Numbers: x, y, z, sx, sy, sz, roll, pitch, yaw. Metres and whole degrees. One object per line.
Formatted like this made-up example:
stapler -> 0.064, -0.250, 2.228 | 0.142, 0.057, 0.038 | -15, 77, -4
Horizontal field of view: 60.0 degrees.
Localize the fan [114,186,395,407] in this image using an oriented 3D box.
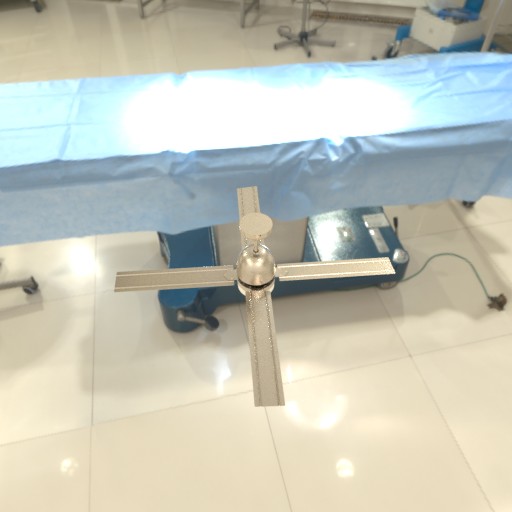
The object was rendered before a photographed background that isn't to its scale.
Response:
fan -> 0.000, 0.000, 2.058 | 1.346, 0.406, 1.346 | -4, 47, -4
